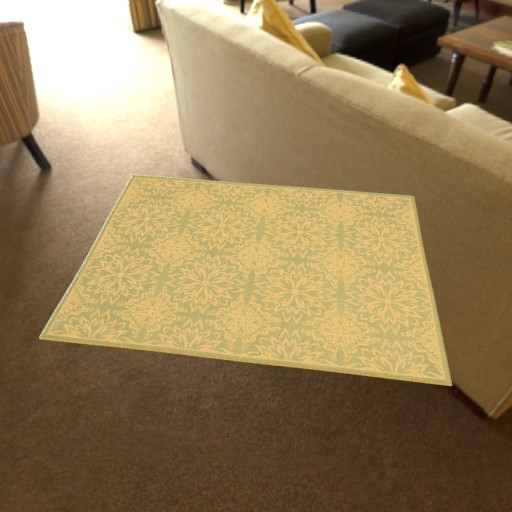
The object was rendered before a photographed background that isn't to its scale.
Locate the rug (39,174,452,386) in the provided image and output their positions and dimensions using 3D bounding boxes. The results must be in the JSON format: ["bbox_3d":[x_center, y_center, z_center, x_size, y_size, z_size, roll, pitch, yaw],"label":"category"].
[{"bbox_3d":[0.000,0.000,2.897,2.205,0.014,1.589,5,45,5],"label":"rug"}]
